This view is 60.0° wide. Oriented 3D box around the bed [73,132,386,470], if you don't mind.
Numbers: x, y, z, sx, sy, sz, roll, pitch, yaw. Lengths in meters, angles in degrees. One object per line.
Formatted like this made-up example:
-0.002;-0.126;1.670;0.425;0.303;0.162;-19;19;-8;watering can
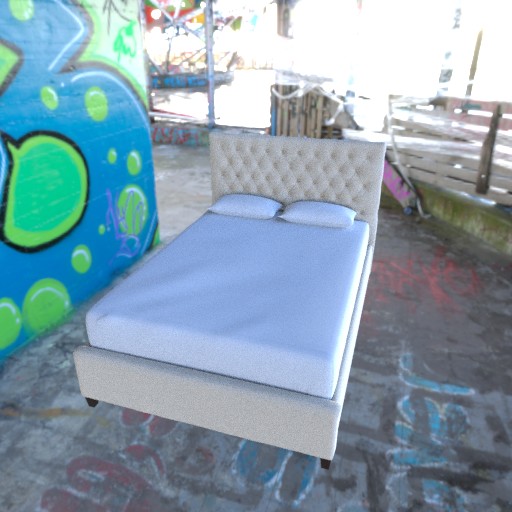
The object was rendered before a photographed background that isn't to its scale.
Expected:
0.000;0.000;3.456;1.698;1.427;2.387;8;27;16;bed
